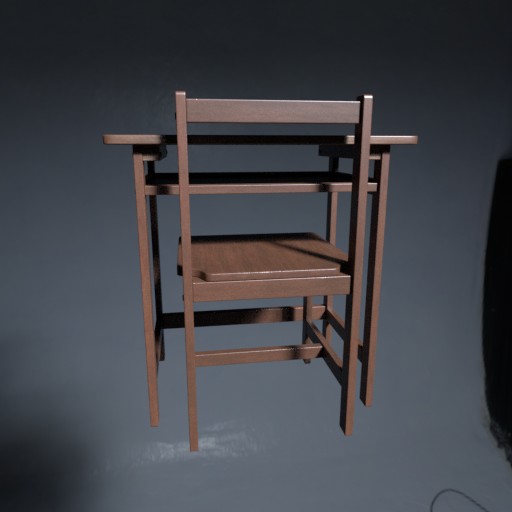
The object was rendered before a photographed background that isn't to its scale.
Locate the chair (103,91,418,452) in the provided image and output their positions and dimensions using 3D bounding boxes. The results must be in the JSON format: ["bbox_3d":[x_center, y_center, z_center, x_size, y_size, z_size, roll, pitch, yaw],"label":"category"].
[{"bbox_3d":[0.000,0.000,1.039,0.599,0.673,0.463,-2,14,-9],"label":"chair"}]
